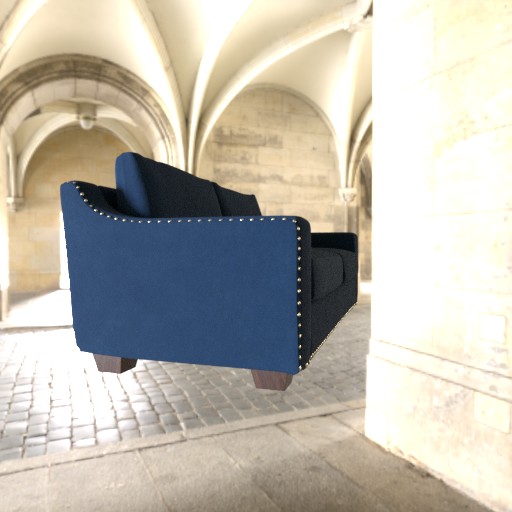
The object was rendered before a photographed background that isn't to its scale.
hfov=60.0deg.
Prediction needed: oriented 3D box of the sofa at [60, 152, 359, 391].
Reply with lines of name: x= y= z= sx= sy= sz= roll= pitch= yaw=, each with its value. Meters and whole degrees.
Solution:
sofa: x=0.000 y=0.000 z=2.745 sx=1.104 sy=0.983 sz=2.107 roll=0 pitch=1 yaw=18
